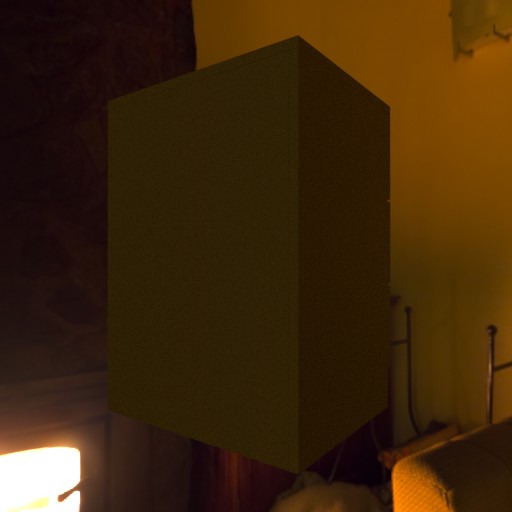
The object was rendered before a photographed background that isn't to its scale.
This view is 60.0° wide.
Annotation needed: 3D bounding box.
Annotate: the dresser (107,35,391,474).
[{"bbox_3d":[0.000,0.000,0.826,0.400,0.560,0.360,0,0,36],"label":"dresser"}]
